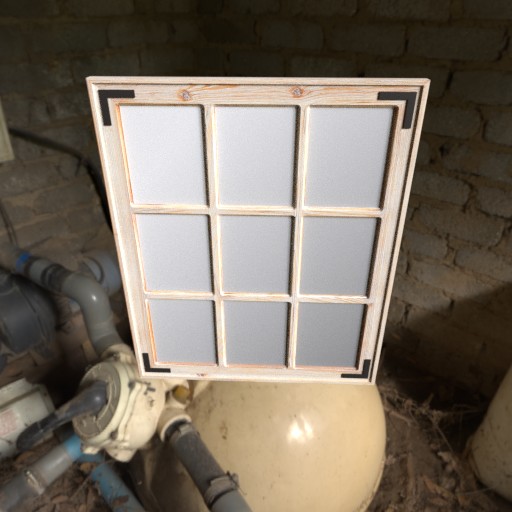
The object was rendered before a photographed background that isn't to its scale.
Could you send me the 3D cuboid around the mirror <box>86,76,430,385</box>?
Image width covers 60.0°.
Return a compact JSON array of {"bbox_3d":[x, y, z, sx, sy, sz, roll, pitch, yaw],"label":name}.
[{"bbox_3d":[0.000,0.000,1.172,0.730,0.882,0.032,1,30,2],"label":"mirror"}]
